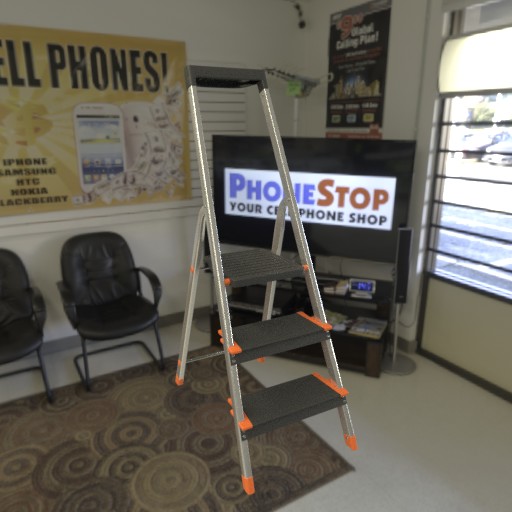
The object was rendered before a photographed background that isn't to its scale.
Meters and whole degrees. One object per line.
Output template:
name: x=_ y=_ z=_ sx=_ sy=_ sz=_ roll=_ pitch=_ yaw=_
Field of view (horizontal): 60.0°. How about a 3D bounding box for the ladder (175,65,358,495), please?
ladder: x=0.000 y=0.000 z=1.508 sx=0.416 sy=1.229 sz=0.686 roll=-9 pitch=19 yaw=-27
